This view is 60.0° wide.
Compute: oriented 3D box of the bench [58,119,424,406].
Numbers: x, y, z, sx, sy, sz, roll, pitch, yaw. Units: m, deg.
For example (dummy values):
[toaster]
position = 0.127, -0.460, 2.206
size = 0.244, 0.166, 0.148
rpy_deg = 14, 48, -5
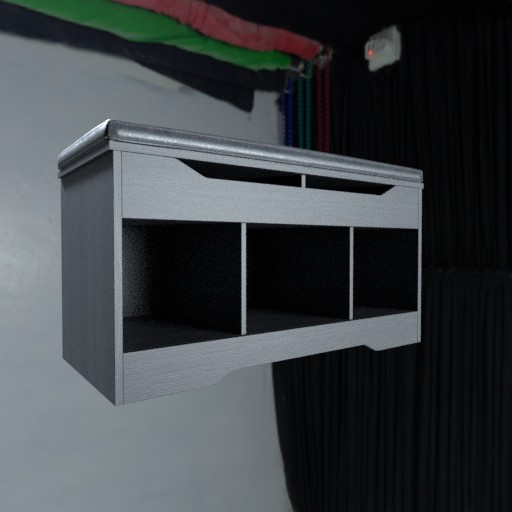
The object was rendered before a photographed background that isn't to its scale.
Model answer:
[bench]
position = 0.000, 0.000, 1.182
size = 0.905, 0.501, 0.401
rpy_deg = -1, 2, -36
